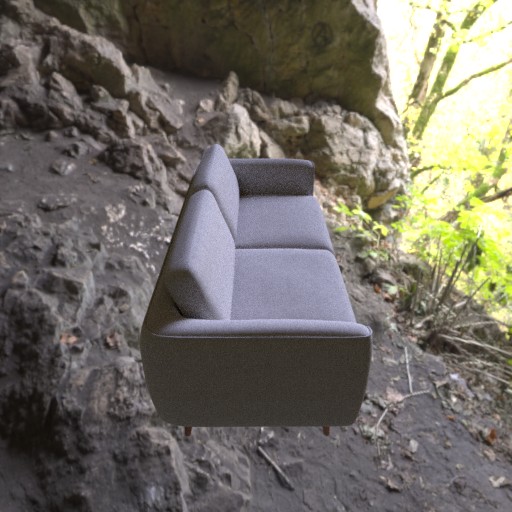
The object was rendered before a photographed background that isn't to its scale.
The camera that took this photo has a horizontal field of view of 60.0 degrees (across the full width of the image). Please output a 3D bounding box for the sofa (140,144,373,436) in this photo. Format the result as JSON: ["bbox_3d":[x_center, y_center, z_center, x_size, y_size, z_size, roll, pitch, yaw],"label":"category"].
[{"bbox_3d":[0.000,0.000,2.506,0.920,0.850,2.000,0,31,0],"label":"sofa"}]
